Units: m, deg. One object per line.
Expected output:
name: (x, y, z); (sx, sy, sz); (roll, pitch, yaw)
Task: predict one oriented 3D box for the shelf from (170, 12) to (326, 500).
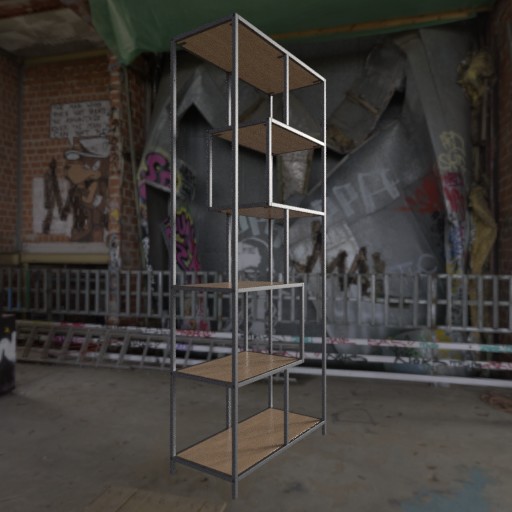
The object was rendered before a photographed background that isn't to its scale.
shelf: (0.000, 0.000, 2.095); (0.350, 1.850, 0.770); (0, -1, 35)
